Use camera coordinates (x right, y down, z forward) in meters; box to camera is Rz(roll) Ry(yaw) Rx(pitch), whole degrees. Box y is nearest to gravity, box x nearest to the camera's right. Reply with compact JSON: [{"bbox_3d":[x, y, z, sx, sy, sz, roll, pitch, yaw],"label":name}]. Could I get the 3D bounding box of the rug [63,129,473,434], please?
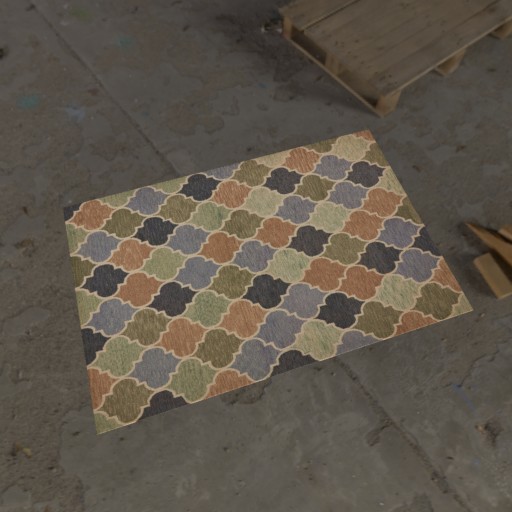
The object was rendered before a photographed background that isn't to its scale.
[{"bbox_3d":[0.000,0.000,2.293,1.828,0.006,1.216,-16,64,-8],"label":"rug"}]
